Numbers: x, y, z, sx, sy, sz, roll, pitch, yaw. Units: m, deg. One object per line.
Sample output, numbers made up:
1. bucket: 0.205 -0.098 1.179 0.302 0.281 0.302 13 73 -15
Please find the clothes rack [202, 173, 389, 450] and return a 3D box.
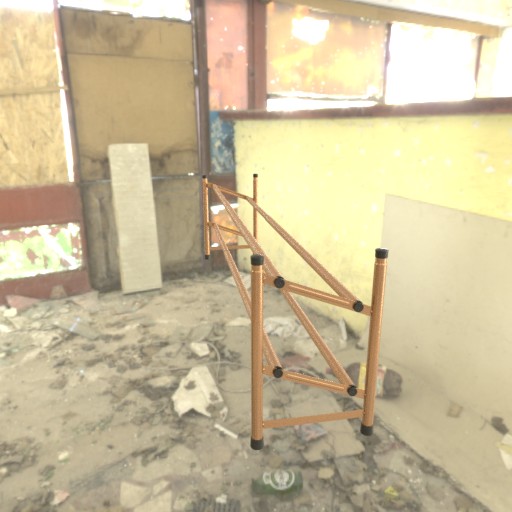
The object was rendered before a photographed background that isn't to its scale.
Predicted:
1. clothes rack: 0.000 0.000 1.286 0.229 0.349 1.168 -3 17 -10
